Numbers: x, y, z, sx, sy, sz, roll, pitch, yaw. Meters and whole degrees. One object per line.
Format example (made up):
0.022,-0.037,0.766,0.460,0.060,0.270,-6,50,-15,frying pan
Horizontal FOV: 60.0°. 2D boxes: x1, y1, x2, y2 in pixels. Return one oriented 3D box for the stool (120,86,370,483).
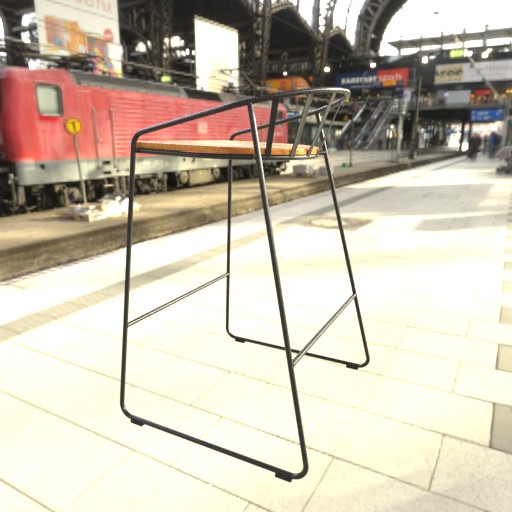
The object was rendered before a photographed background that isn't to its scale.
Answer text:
0.000,0.000,1.170,0.521,0.812,0.546,8,17,27,stool
